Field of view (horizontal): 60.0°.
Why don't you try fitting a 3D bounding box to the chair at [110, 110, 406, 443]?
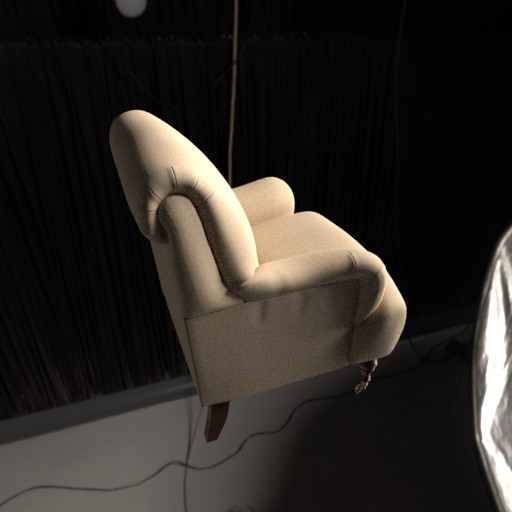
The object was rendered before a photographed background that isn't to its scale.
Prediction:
[{"bbox_3d":[0.000,0.000,1.571,0.842,0.944,0.766,-10,31,-18],"label":"chair"}]
